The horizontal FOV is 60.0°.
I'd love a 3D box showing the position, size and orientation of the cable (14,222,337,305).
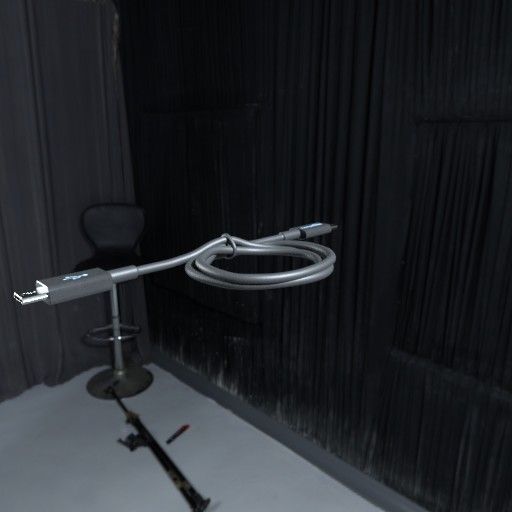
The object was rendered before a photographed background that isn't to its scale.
[{"bbox_3d":[0.000,0.000,0.209,0.192,0.014,0.070,-15,21,-43],"label":"cable"}]
